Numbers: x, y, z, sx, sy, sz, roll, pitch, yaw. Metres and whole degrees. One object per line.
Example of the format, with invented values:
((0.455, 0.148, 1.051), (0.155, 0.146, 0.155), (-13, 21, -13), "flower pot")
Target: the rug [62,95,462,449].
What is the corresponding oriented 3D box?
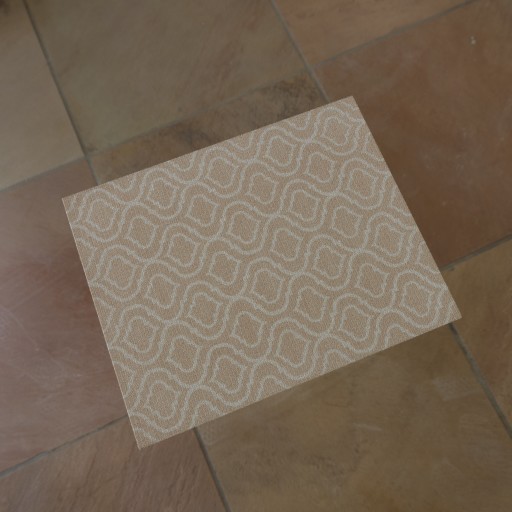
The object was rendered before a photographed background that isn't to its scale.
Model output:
((0.000, 0.000, 3.909), (2.894, 0.013, 2.286), (-21, 78, -5), "rug")
